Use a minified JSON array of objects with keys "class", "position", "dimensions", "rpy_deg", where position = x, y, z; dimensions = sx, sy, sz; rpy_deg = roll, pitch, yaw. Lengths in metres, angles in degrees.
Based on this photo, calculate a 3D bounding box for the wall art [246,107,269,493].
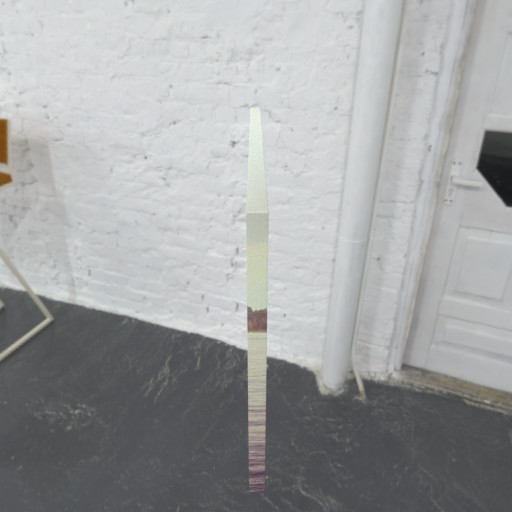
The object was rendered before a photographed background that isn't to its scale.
[{"class":"wall art","position":[0.000,0.000,1.462],"dimensions":[0.040,0.765,1.149],"rpy_deg":[0,27,0]}]
